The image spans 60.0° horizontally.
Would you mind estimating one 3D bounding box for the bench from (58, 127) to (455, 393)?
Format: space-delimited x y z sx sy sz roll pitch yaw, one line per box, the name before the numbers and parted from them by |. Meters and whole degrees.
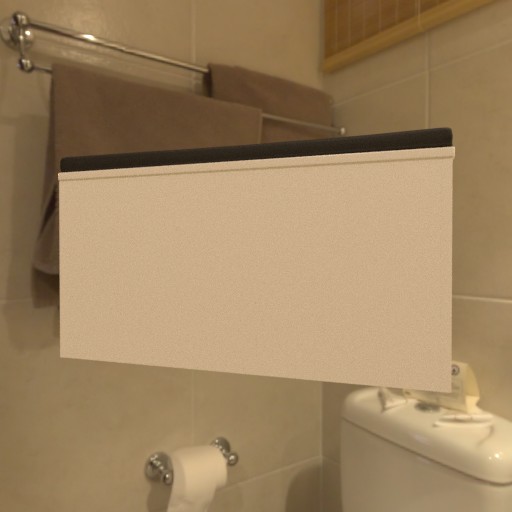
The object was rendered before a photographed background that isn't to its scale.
bench | 0.000 0.000 1.145 0.899 0.500 0.401 0 1 18
